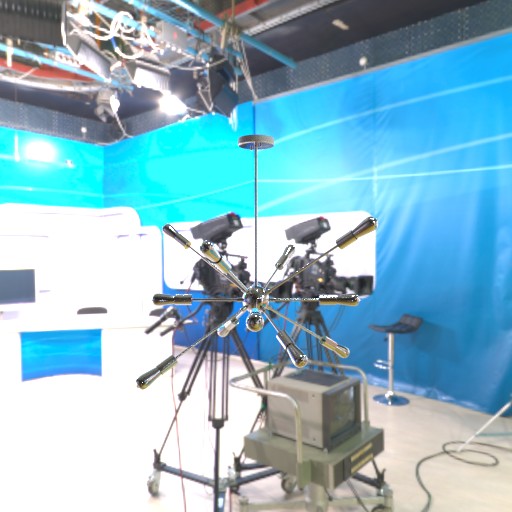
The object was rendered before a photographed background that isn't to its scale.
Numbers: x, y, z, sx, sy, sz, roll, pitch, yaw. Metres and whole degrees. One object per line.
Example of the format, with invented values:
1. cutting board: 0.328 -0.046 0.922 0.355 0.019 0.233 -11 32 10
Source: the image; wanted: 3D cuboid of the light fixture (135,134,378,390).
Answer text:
1. light fixture: 0.000 0.000 1.063 0.509 0.558 0.684 0 1 0
